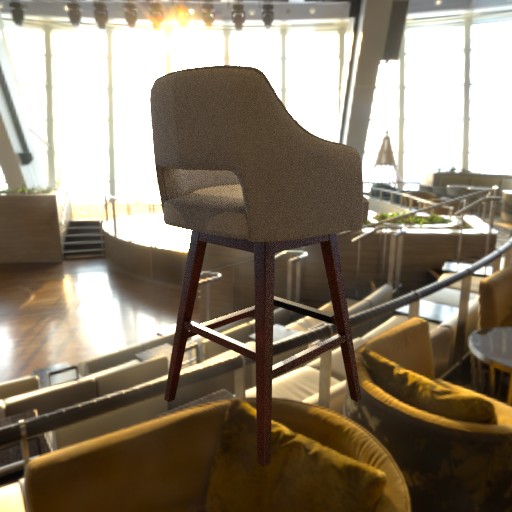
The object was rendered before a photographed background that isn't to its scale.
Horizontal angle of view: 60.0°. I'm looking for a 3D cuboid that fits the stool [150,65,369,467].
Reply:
[{"bbox_3d":[0.000,0.000,1.369,0.558,1.012,0.548,-13,18,-43],"label":"stool"}]
